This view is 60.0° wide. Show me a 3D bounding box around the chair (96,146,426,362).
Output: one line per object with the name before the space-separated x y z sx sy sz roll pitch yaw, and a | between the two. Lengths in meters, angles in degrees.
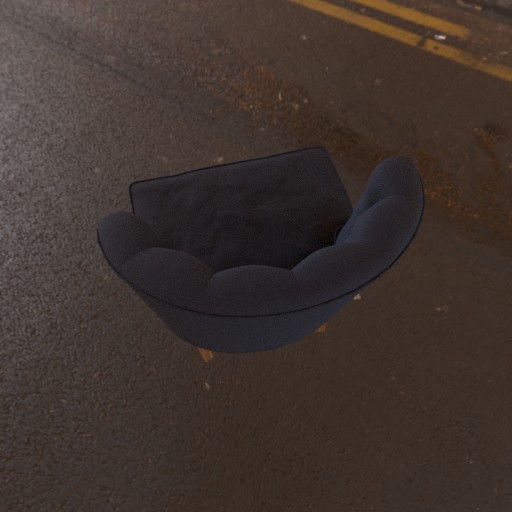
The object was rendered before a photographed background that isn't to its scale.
chair | 0.000 0.000 1.325 0.740 0.771 0.718 -13 58 -8
